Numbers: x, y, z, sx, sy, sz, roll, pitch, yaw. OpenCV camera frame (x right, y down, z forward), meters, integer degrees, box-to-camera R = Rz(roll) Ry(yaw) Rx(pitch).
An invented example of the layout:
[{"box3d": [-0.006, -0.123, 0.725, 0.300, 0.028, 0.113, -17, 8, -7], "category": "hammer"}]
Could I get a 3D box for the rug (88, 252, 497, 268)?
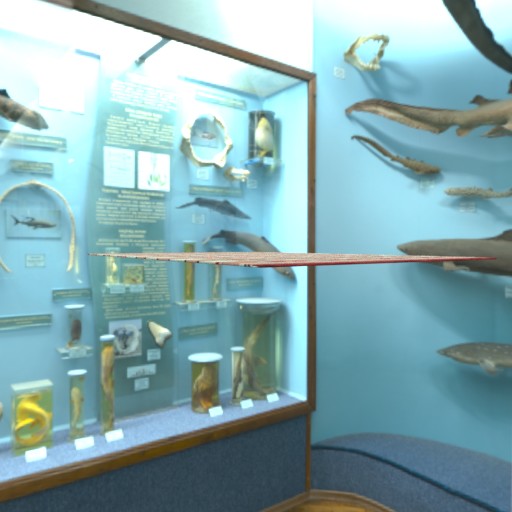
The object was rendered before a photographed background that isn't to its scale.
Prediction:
[{"box3d": [0.000, 0.000, 2.271, 1.223, 0.008, 1.817, -1, 2, -35], "category": "rug"}]
